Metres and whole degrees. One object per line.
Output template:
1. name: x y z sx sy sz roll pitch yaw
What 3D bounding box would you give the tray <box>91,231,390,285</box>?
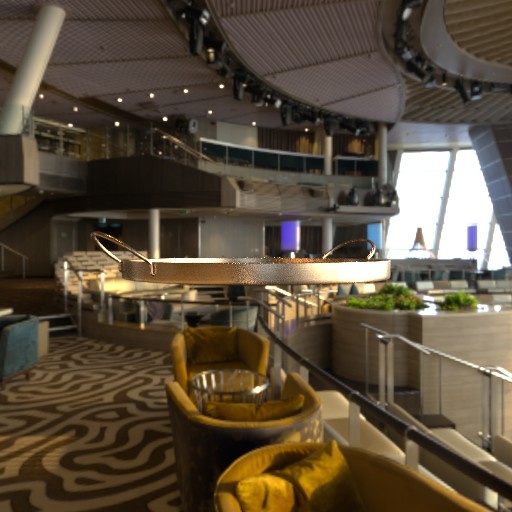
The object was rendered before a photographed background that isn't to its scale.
1. tray: 0.000 0.000 0.755 0.543 0.069 0.438 0 1 -36
